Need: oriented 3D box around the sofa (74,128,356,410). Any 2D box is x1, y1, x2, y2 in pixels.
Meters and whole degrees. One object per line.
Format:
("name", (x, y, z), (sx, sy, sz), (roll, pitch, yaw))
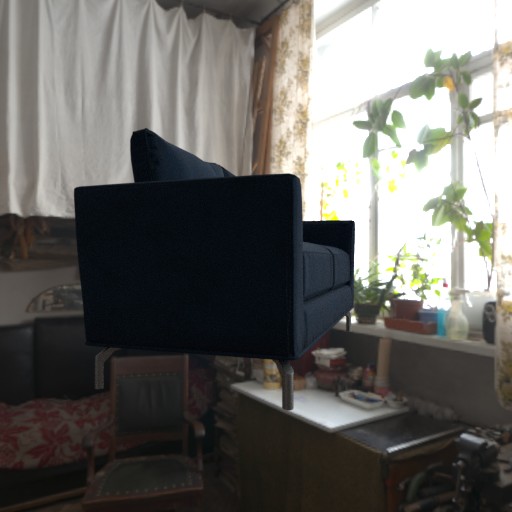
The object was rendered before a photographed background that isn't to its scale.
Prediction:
("sofa", (0.000, 0.000, 2.332), (0.853, 1.002, 1.770), (0, -1, 19))
